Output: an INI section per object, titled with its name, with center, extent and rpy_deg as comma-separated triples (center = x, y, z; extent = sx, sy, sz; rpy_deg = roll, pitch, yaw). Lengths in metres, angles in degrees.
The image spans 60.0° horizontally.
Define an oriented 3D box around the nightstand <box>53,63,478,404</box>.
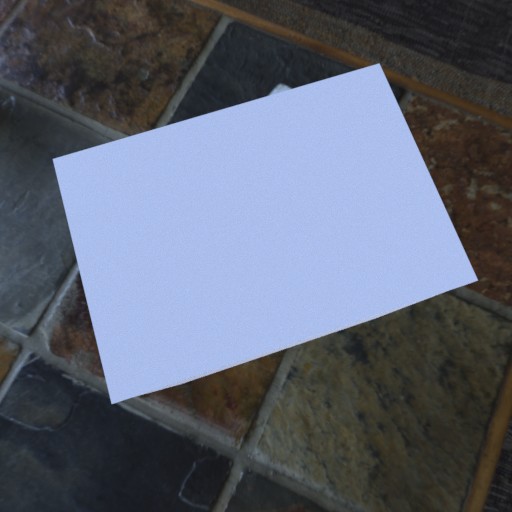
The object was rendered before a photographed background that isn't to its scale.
[nightstand]
center = 0.000, 0.000, 0.764
extent = 0.441, 0.460, 0.325
rpy_deg = -18, 77, -4
